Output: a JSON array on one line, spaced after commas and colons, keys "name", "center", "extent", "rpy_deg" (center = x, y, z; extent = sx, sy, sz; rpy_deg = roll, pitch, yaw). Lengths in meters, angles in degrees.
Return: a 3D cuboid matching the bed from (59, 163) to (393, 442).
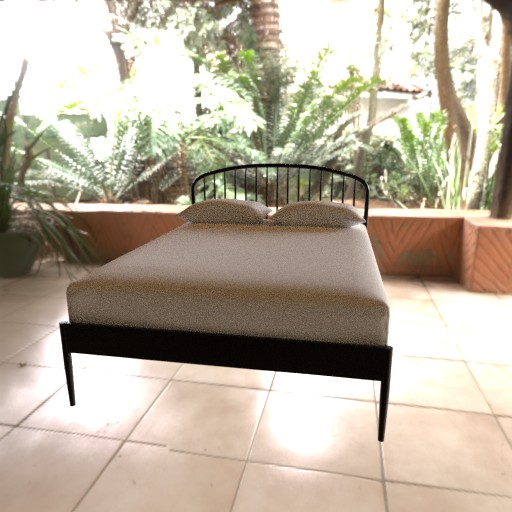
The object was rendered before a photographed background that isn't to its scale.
[{"name": "bed", "center": [0.000, 0.000, 3.063], "extent": [1.618, 1.166, 2.159], "rpy_deg": [3, 14, 10]}]
